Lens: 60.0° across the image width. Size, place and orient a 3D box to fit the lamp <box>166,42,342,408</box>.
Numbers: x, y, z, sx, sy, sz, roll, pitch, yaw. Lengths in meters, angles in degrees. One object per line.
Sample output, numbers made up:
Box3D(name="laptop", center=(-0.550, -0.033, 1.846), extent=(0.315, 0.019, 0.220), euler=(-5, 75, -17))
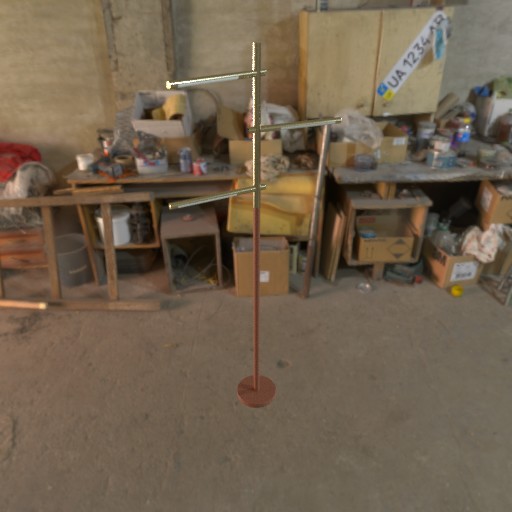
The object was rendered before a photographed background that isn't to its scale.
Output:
Box3D(name="lamp", center=(0.000, 0.000, 1.958), extent=(0.737, 1.704, 0.209), euler=(-21, 36, -32))
